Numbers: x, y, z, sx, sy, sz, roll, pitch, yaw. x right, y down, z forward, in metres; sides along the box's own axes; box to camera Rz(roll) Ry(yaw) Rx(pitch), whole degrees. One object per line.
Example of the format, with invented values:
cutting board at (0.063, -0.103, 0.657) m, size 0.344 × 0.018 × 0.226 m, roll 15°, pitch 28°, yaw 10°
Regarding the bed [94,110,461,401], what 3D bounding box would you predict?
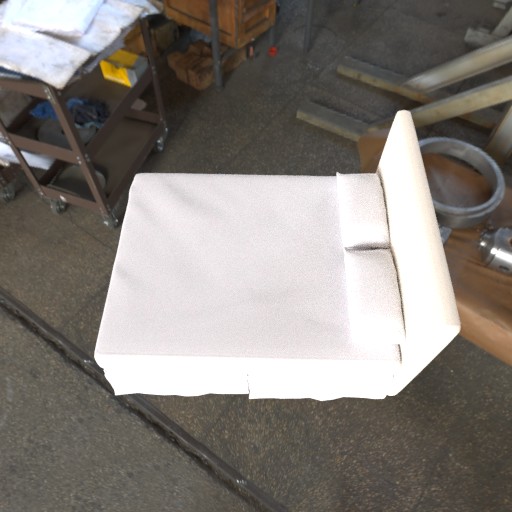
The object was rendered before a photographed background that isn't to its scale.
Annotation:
bed at (0.000, 0.000, 3.206) m, size 2.142 × 1.330 × 1.713 m, roll 1°, pitch 58°, yaw 1°
